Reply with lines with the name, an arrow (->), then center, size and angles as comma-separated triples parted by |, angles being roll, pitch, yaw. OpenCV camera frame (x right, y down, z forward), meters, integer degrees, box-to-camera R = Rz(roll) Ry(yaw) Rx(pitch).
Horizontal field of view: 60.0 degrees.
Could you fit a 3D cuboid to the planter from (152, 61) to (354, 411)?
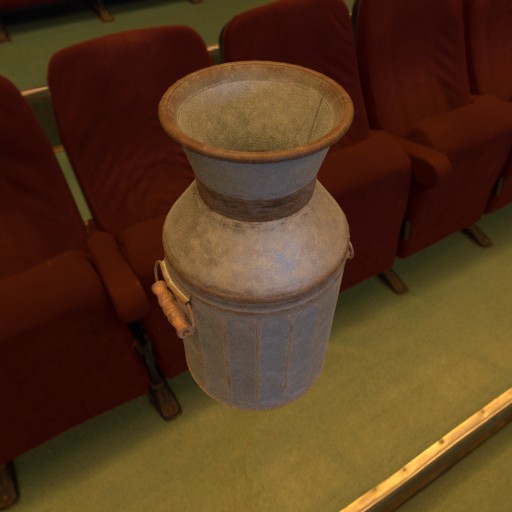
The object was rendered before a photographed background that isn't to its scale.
planter -> 0.000, 0.000, 0.532 | 0.245, 0.396, 0.214 | -24, 51, -21
